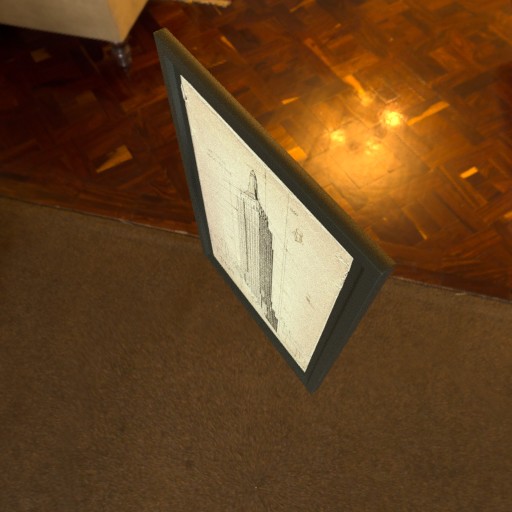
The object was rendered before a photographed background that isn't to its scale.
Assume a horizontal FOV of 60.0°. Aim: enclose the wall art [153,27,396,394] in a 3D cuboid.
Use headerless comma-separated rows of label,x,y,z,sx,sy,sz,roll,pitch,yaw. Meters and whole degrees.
wall art,0.000,0.000,0.543,0.013,0.431,0.303,-33,67,-16
